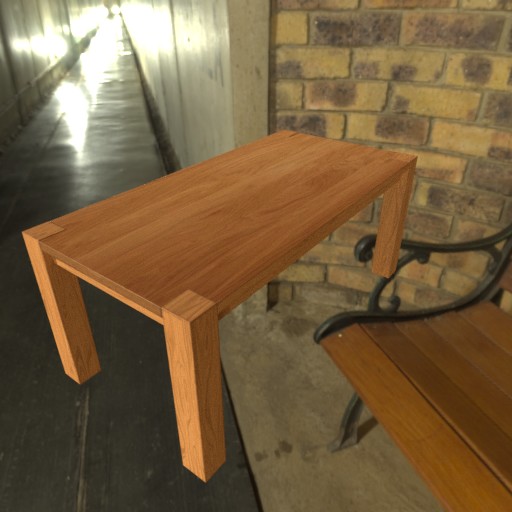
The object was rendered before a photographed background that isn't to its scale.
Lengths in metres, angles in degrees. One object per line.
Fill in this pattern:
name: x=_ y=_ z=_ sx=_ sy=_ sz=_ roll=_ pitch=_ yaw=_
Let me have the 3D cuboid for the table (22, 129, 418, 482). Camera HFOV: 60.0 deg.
table: x=0.000 y=0.000 z=2.283 sx=0.900 sy=0.760 sz=1.800 roll=21 pitch=37 yaw=31
